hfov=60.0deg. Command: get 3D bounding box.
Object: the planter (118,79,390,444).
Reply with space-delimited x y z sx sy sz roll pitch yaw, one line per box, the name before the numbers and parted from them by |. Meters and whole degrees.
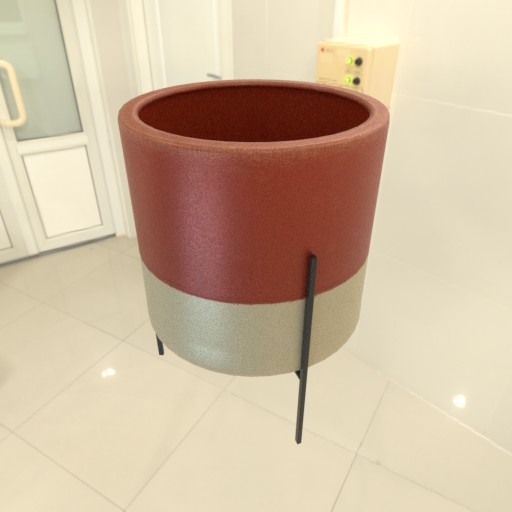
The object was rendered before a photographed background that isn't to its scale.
planter | 0.000 0.000 0.698 0.345 0.465 0.354 22 39 31
